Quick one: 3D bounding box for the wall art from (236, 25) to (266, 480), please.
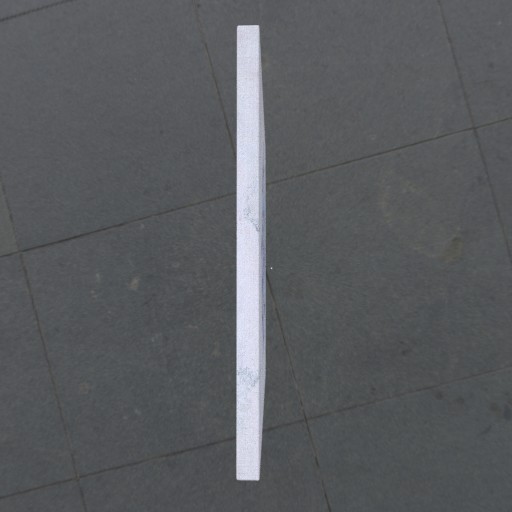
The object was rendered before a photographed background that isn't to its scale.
[{"bbox_3d":[0.000,0.000,1.121,0.038,0.762,0.762,0,88,2],"label":"wall art"}]
